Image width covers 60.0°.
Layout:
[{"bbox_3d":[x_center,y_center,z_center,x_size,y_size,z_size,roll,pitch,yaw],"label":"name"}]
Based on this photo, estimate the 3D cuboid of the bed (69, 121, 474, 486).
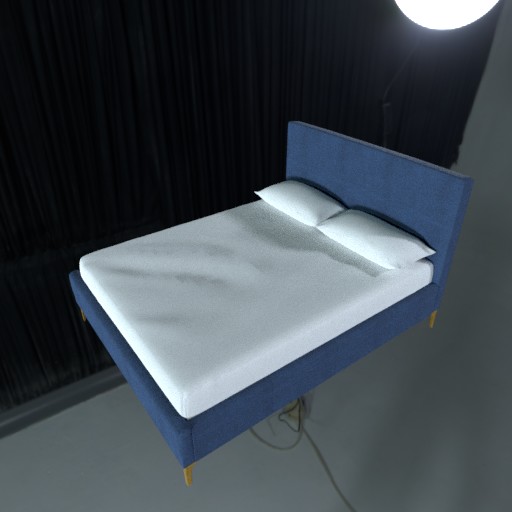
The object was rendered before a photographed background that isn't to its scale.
[{"bbox_3d":[0.000,0.000,3.123,2.172,1.231,1.723,-21,38,-30],"label":"bed"}]
